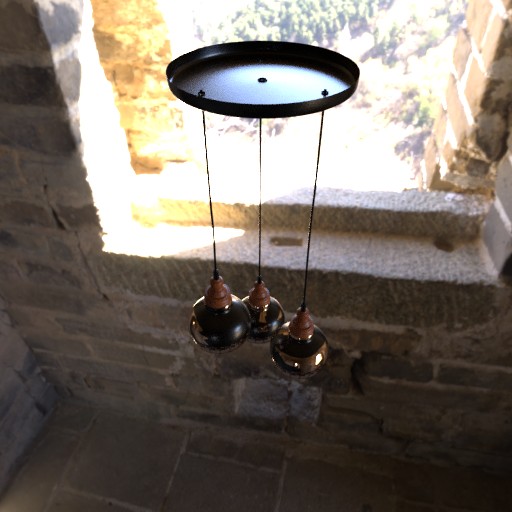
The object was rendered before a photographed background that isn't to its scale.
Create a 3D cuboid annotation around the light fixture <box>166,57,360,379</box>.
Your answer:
[{"bbox_3d":[0.000,0.000,1.729,0.605,1.410,0.608,-24,46,-26],"label":"light fixture"}]
